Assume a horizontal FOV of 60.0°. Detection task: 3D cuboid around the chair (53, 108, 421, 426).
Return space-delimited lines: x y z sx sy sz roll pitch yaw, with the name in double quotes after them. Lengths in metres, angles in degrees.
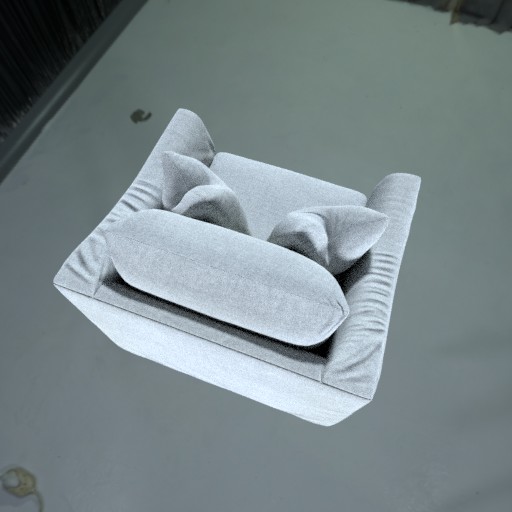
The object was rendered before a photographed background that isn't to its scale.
0.000 0.000 2.015 1.194 1.059 1.071 18 65 9 "chair"
